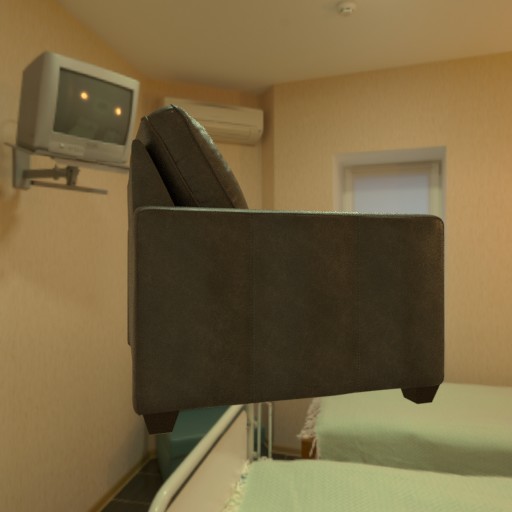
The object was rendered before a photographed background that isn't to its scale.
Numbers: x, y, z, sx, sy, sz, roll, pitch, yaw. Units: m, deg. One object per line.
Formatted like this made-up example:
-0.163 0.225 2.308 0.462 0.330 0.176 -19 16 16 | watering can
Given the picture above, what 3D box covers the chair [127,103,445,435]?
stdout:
0.000 0.000 1.703 0.939 0.916 1.006 0 0 -17 | chair
